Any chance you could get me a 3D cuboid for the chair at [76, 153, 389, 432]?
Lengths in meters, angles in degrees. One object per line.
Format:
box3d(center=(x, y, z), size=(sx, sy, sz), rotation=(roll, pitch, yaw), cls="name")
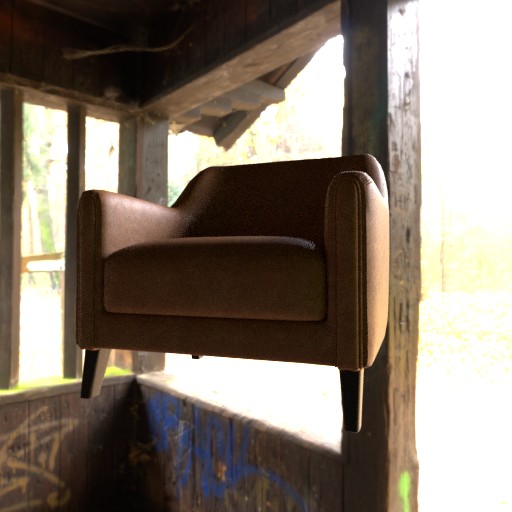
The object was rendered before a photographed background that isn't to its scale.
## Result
box3d(center=(0.000, 0.000, 1.811), size=(1.037, 0.980, 1.034), rotation=(0, -1, 20), cls="chair")
